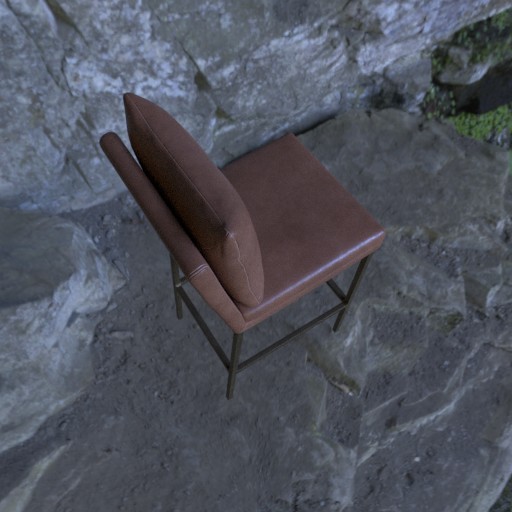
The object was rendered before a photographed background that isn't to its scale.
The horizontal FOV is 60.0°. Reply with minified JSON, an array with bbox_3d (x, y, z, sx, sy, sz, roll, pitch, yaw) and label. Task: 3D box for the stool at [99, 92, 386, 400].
[{"bbox_3d":[0.000,0.000,1.395,0.571,1.124,0.463,-30,64,-16],"label":"stool"}]
